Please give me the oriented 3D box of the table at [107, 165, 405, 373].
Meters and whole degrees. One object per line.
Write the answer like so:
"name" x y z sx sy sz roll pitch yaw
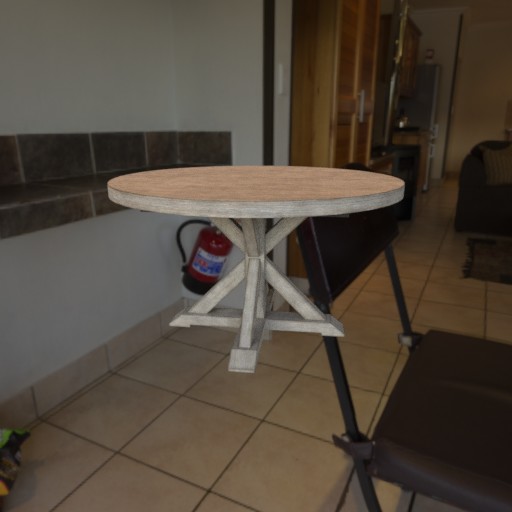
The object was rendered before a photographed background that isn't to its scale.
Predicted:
"table" 0.000 0.000 2.240 1.363 0.781 1.363 0 16 0
